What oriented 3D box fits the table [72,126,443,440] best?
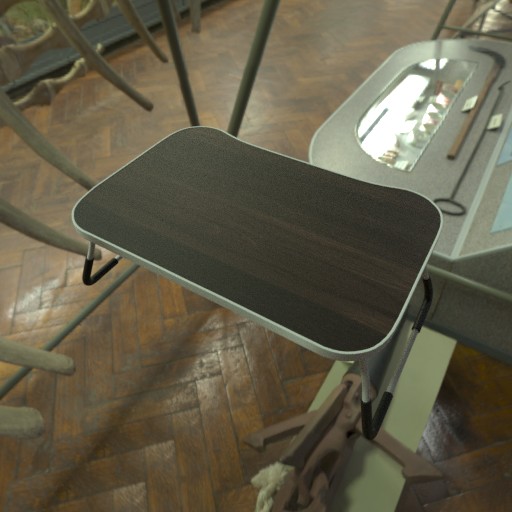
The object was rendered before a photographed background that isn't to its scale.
[{"bbox_3d":[0.000,0.000,0.870,0.660,0.232,0.400,23,50,21],"label":"table"}]
